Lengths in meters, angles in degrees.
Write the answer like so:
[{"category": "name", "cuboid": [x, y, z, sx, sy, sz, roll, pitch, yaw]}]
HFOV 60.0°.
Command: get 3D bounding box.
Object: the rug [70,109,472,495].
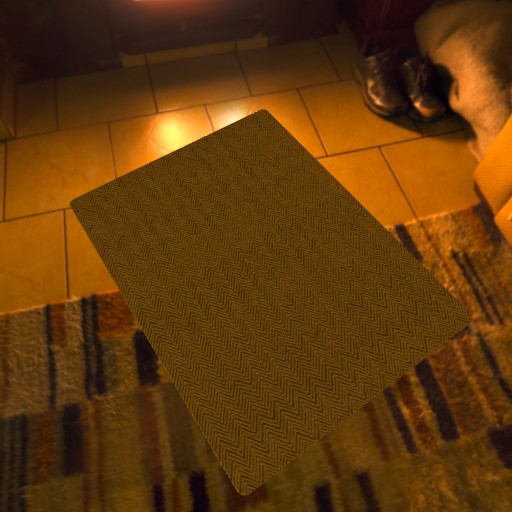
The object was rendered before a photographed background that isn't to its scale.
[{"category": "rug", "cuboid": [0.000, 0.000, 4.177, 2.439, 0.014, 3.207, -31, 64, -17]}]
